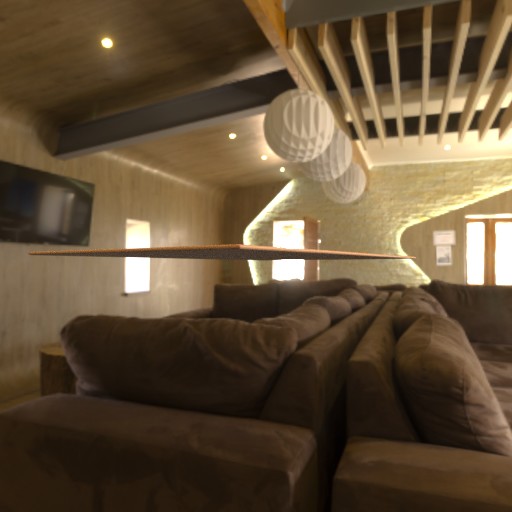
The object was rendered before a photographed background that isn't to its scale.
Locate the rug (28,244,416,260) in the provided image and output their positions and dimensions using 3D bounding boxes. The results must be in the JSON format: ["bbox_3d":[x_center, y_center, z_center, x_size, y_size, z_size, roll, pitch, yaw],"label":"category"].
[{"bbox_3d":[0.000,0.000,2.155,1.078,0.013,1.678,-1,-2,35],"label":"rug"}]
